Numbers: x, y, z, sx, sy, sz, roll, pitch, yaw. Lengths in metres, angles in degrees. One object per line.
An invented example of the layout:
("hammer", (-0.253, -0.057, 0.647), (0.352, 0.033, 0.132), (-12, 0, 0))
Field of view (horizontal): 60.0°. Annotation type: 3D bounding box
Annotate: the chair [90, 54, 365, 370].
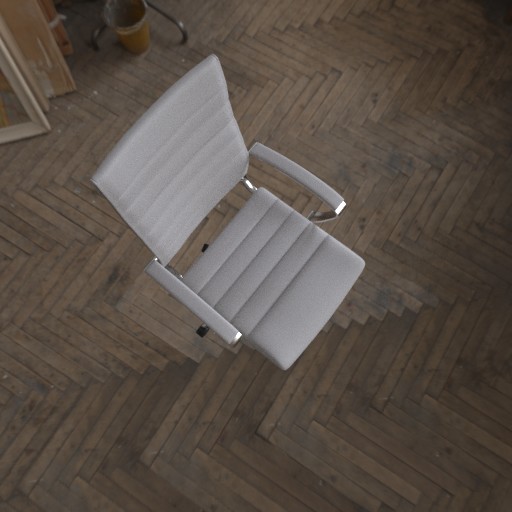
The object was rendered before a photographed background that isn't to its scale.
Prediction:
("chair", (0.000, 0.000, 1.543), (0.667, 1.149, 0.679), (38, 78, 9))
